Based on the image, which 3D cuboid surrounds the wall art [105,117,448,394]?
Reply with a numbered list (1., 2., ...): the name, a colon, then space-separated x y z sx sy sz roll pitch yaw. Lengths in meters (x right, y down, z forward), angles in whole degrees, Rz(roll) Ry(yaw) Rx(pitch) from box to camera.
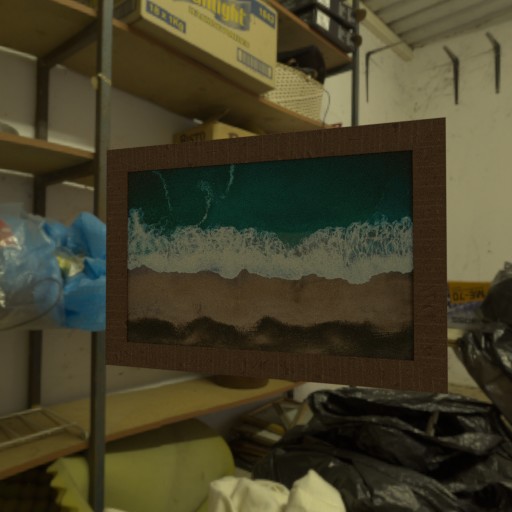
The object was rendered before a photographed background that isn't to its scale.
1. wall art: 0.000 0.000 1.157 0.917 0.626 0.019 0 -1 19
